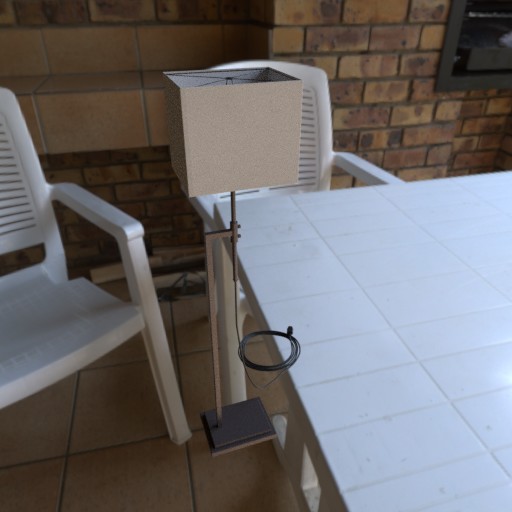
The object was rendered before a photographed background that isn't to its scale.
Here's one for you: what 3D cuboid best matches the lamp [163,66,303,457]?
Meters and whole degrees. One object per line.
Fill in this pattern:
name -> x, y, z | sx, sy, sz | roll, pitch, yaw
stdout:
lamp -> 0.000, 0.000, 1.984 | 0.698, 1.600, 0.774 | -10, 32, -17
